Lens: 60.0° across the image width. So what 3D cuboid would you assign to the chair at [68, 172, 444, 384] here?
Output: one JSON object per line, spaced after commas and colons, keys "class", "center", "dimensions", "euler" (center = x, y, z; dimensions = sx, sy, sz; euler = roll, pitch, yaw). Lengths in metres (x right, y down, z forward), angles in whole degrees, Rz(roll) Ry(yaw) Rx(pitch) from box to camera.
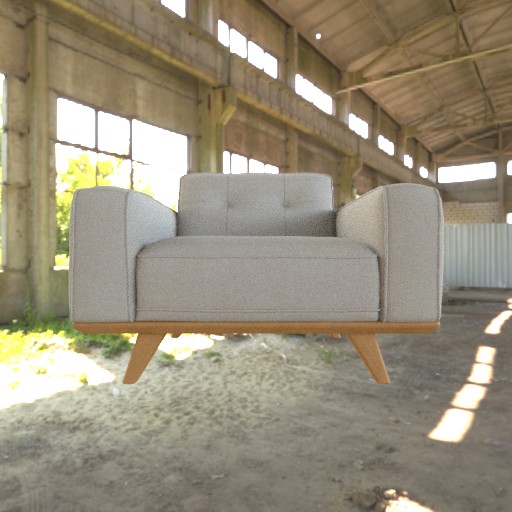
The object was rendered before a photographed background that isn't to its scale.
{"class": "chair", "center": [0.000, 0.000, 1.734], "dimensions": [1.115, 0.779, 0.953], "euler": [0, 0, 0]}
